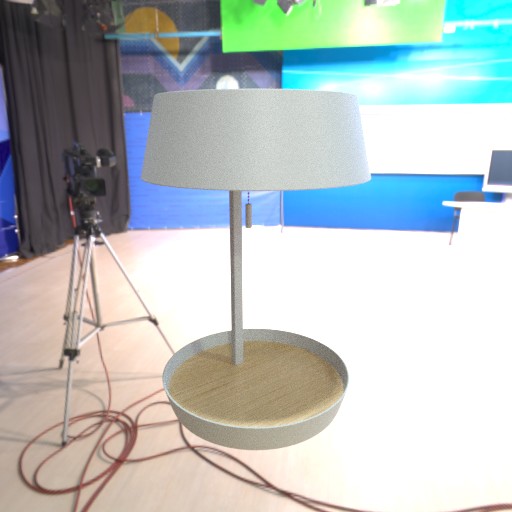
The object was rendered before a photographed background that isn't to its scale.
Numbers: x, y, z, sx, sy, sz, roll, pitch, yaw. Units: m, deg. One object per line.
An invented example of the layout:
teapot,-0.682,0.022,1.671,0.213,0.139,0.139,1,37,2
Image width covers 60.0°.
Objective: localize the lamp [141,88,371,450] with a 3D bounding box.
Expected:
lamp,0.000,0.000,0.606,0.291,0.429,0.291,0,16,0
